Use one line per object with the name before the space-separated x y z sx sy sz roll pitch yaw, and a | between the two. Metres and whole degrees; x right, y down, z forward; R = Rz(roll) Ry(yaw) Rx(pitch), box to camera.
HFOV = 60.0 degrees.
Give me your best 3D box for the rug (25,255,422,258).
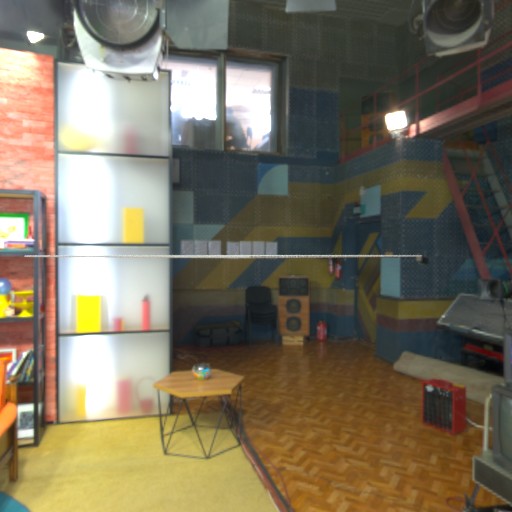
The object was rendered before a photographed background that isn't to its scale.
rug | 0.000 0.000 2.339 1.226 0.007 1.815 0 0 35
